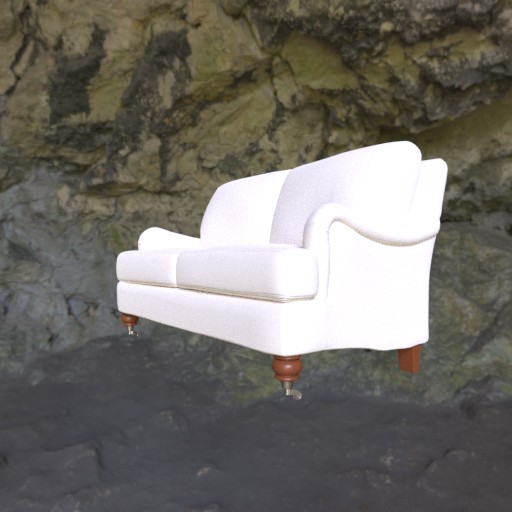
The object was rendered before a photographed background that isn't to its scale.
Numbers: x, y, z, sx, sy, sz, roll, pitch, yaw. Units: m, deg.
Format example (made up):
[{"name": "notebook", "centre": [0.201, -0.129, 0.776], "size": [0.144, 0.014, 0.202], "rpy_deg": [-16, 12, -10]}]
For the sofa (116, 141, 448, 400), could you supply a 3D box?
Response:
[{"name": "sofa", "centre": [0.000, 0.000, 2.594], "size": [1.084, 1.101, 1.853], "rpy_deg": [0, 0, -36]}]
